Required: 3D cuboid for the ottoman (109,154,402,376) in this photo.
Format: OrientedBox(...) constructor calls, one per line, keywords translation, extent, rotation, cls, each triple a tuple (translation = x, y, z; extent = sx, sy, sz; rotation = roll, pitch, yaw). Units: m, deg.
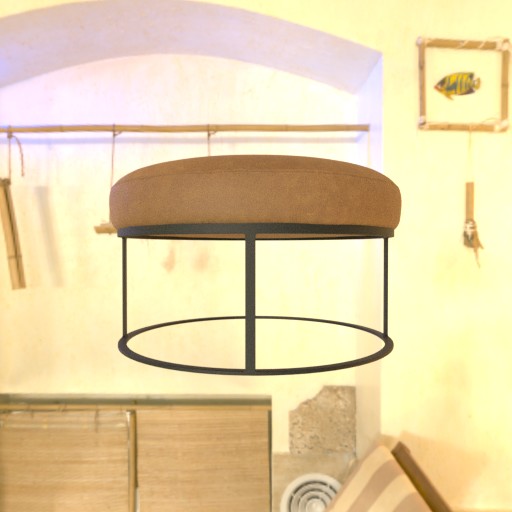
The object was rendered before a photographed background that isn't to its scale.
OrientedBox(translation=(0.000, 0.000, 1.234), extent=(0.771, 0.460, 0.771), rotation=(0, 1, 0), cls="ottoman")
